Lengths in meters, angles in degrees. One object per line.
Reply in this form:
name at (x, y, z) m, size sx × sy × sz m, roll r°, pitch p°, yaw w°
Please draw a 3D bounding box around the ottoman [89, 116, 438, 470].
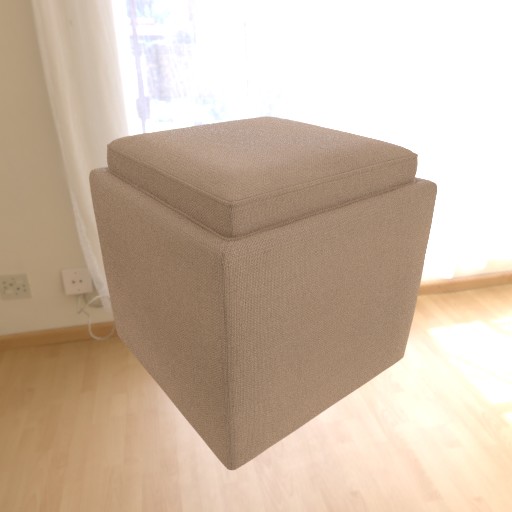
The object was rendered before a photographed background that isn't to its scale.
ottoman at (0.000, 0.000, 0.839) m, size 0.450 × 0.460 × 0.451 m, roll -20°, pitch 33°, yaw -33°
